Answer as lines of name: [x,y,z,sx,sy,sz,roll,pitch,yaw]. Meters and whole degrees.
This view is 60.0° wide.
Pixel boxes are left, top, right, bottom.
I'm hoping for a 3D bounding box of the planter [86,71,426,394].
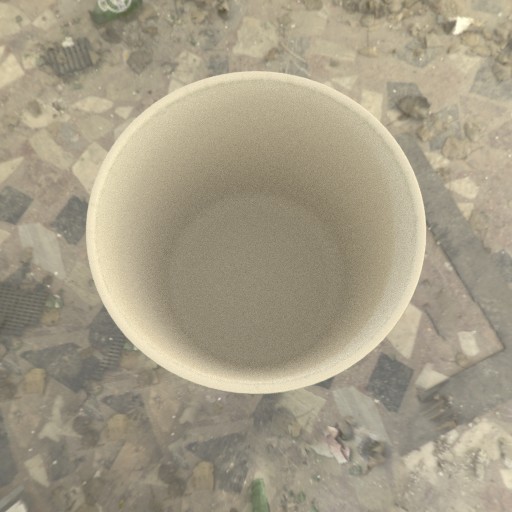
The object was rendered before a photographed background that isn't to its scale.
planter: [0.000,0.000,0.766,0.440,0.398,0.440,0,75,0]
